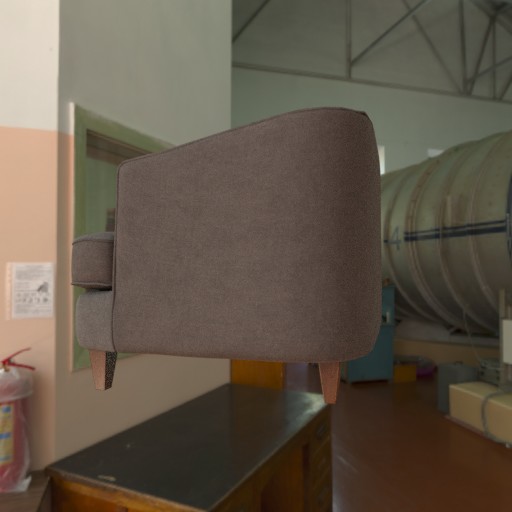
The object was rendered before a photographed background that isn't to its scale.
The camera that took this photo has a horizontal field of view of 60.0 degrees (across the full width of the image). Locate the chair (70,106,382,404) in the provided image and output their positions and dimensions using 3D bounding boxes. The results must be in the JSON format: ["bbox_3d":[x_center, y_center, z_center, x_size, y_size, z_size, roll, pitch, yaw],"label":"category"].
[{"bbox_3d":[0.000,0.000,1.755,0.941,0.852,1.104,0,-1,18],"label":"chair"}]
